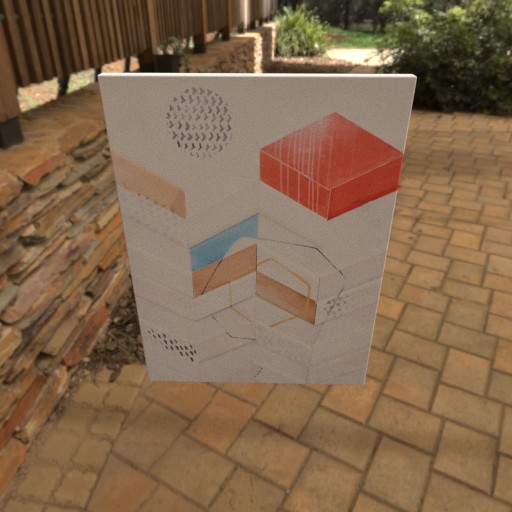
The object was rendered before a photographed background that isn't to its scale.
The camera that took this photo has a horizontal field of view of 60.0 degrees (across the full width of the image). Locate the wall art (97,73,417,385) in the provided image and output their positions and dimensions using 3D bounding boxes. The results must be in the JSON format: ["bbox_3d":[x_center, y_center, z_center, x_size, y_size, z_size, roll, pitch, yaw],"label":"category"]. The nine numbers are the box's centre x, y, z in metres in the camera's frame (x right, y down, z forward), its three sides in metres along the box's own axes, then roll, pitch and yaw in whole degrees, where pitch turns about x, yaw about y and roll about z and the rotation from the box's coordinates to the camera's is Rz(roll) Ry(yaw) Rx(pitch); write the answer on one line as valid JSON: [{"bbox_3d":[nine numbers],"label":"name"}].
[{"bbox_3d":[0.000,0.000,1.324,0.759,1.014,0.045,1,30,1],"label":"wall art"}]
